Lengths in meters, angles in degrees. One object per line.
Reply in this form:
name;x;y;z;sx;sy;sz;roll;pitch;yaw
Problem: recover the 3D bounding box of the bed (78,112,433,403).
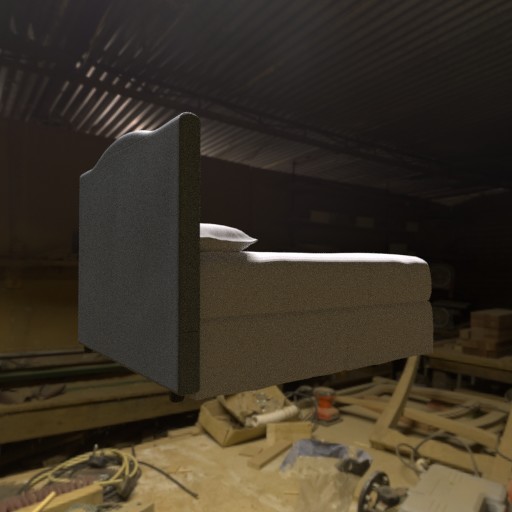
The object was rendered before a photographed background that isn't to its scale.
bed;0.000;0.000;3.346;2.143;1.460;1.753;1;-2;-36
